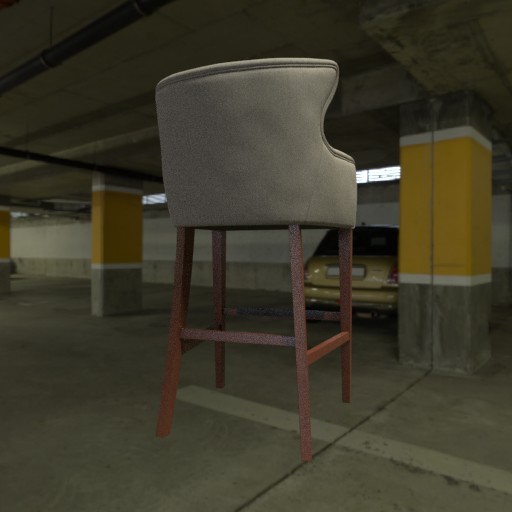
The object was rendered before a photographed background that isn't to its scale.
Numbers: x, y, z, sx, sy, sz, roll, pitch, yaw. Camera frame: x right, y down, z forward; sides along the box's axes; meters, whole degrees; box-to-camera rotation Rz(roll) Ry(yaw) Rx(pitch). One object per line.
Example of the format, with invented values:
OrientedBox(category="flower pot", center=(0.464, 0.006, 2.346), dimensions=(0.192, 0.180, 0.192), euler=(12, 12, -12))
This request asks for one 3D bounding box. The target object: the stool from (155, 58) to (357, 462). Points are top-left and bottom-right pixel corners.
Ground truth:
OrientedBox(category="stool", center=(0.000, 0.000, 1.413), dimensions=(0.575, 1.047, 0.575), euler=(0, 1, 20))
